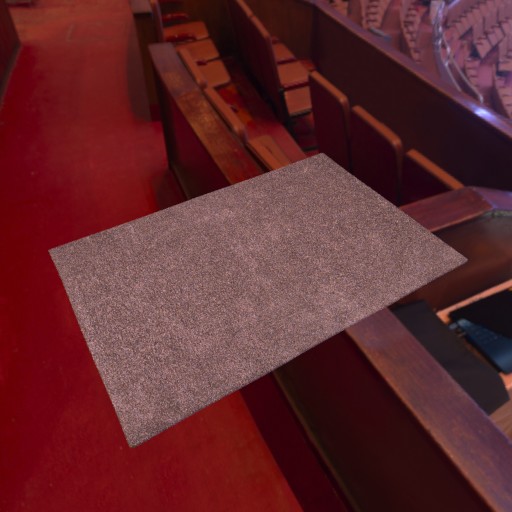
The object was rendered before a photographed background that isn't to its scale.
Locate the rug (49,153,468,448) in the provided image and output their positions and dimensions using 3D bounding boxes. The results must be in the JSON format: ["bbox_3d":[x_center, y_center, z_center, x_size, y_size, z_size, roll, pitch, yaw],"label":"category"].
[{"bbox_3d":[0.000,0.000,3.427,2.699,0.026,1.802,-23,49,-22],"label":"rug"}]
